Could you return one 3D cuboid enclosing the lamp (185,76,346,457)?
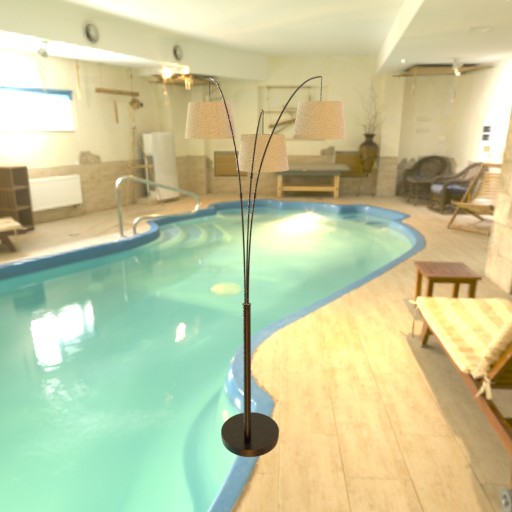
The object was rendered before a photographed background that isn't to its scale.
[{"bbox_3d":[0.000,0.000,2.510,0.951,1.950,0.924,3,16,9],"label":"lamp"}]
